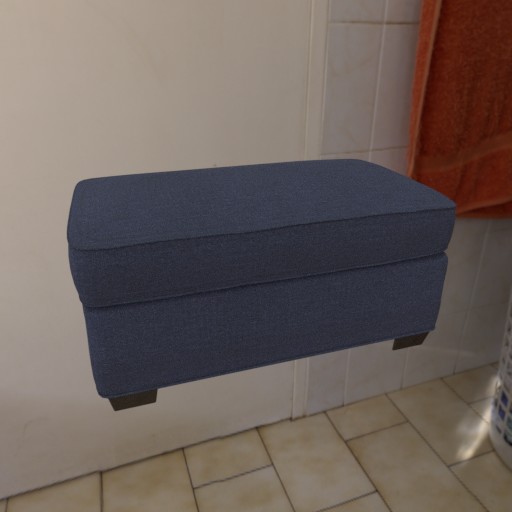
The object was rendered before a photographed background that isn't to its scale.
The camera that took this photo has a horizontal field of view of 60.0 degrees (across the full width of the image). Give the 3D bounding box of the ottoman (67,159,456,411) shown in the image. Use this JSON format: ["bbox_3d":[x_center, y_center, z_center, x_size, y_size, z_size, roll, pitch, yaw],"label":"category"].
[{"bbox_3d":[0.000,0.000,1.211,0.895,0.453,0.505,-8,27,-16],"label":"ottoman"}]
